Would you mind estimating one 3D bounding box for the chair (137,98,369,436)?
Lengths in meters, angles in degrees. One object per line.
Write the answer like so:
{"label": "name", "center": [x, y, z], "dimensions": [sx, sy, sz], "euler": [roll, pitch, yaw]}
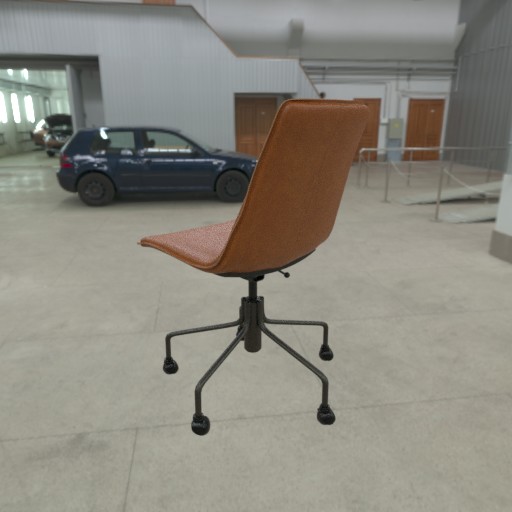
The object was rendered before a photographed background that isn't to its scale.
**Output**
{"label": "chair", "center": [0.000, 0.000, 1.403], "dimensions": [0.651, 0.920, 0.660], "euler": [-16, 23, -41]}
